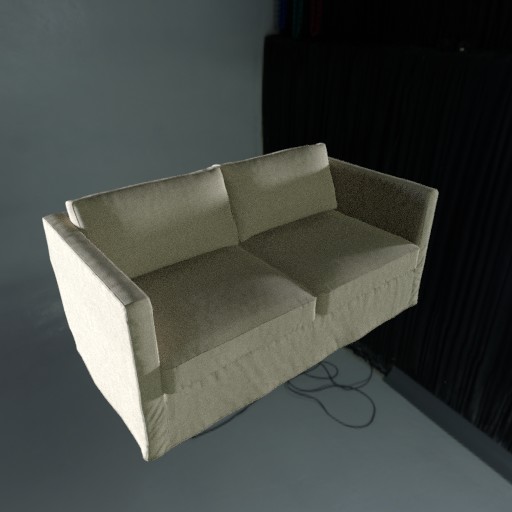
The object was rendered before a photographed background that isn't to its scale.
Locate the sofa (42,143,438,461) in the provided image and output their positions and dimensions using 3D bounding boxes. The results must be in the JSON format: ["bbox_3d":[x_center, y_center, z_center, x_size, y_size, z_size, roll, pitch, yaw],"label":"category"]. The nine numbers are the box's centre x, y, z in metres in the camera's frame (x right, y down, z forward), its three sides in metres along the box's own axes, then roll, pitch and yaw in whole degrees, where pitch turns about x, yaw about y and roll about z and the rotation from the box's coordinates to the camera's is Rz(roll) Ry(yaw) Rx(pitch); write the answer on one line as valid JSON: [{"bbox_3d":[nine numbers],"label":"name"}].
[{"bbox_3d":[0.000,0.000,2.278,1.766,0.828,0.956,-20,34,-33],"label":"sofa"}]
